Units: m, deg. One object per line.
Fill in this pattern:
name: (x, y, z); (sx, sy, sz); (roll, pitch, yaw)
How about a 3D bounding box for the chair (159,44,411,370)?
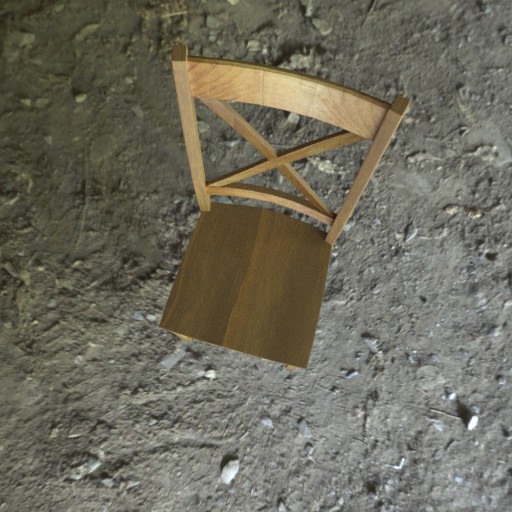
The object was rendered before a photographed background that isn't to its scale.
chair: (0.000, 0.000, 1.282); (0.485, 0.983, 0.542); (15, 75, 4)
